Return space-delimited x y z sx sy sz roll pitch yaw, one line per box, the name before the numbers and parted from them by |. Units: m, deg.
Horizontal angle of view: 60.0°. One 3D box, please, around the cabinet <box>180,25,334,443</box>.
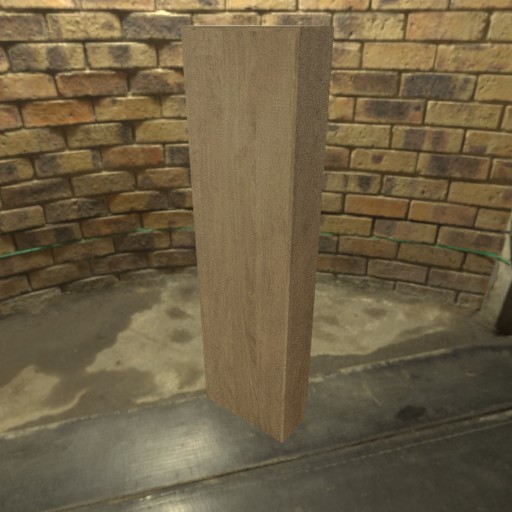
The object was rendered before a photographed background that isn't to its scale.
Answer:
cabinet | 0.000 0.000 1.941 0.500 1.790 0.230 19 33 32
